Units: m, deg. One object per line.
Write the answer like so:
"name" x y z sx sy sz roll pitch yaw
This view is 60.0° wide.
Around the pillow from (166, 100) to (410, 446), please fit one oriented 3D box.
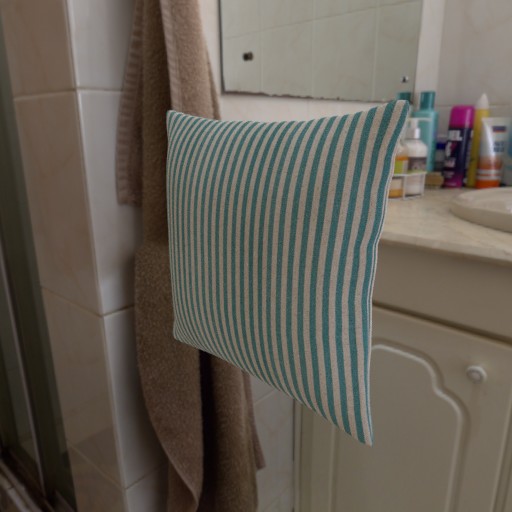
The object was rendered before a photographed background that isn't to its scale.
"pillow" 0.000 0.000 0.795 0.523 0.510 0.166 15 22 42
